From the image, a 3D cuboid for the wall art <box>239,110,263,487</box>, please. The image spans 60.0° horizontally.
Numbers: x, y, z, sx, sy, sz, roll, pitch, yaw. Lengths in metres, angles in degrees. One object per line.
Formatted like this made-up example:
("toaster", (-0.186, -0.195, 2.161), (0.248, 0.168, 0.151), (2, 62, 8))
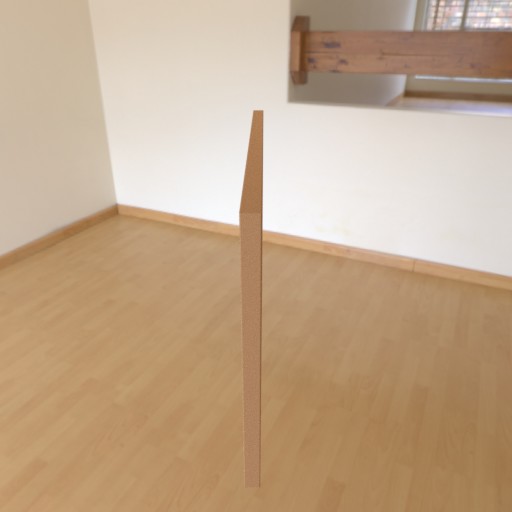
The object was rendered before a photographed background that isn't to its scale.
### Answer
("wall art", (0.000, 0.000, 1.187), (0.033, 0.608, 0.915), (0, 27, 1))
